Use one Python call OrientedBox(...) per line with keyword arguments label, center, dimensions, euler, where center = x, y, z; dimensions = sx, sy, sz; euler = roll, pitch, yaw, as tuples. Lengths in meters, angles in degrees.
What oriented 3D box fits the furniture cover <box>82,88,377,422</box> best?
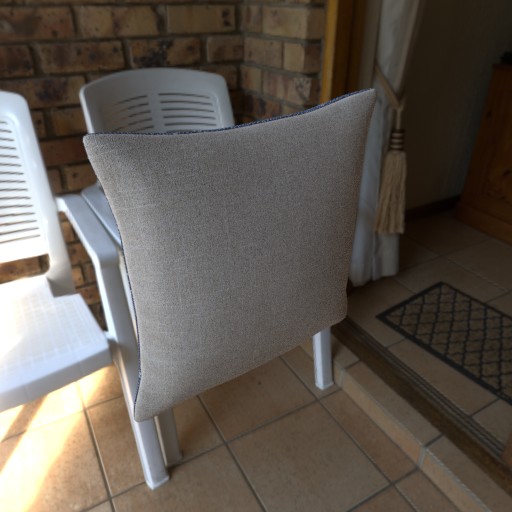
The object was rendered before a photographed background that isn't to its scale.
OrientedBox(label="furniture cover", center=(0.000, 0.000, 0.769), dimensions=(0.511, 0.503, 0.162), euler=(-20, 36, -30))
